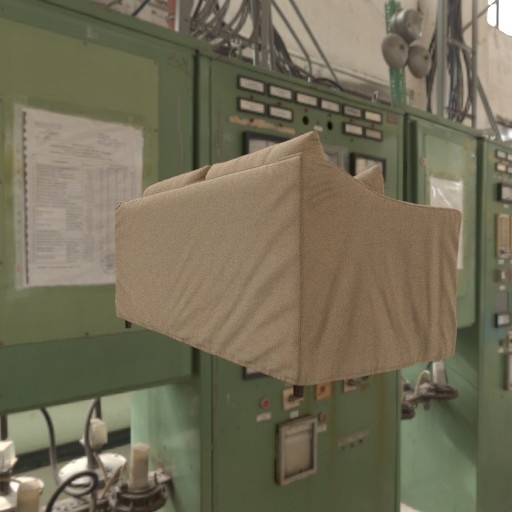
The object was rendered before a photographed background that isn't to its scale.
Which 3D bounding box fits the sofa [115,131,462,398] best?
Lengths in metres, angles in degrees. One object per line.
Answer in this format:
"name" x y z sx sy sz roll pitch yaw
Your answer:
"sofa" 0.000 0.000 2.638 1.072 1.018 2.010 0 1 -36
